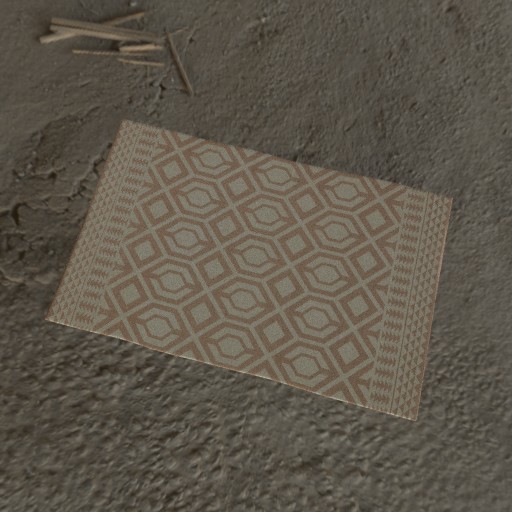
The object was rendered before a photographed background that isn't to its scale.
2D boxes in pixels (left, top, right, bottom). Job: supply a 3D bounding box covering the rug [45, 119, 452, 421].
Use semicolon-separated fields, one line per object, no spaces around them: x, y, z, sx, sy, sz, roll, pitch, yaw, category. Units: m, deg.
0.000;0.000;2.984;2.435;0.011;1.526;14;76;4;rug
